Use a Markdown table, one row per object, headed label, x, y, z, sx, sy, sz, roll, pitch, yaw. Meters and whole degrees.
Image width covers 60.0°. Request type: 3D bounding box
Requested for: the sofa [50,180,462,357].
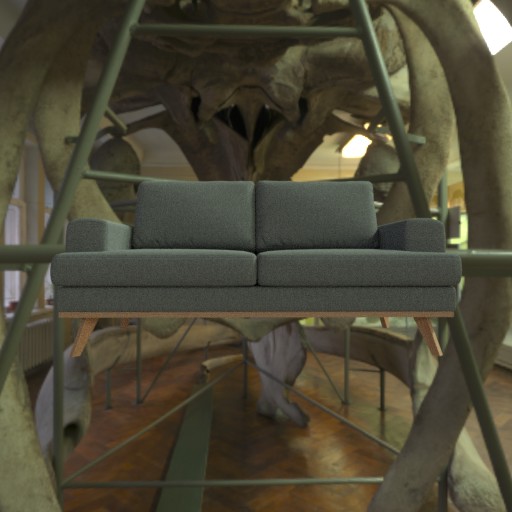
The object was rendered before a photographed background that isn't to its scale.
| label | x | y | z | sx | sy | sz | roll | pitch | yaw |
| --- | --- | --- | --- | --- | --- | --- | --- | --- | --- |
| sofa | 0.000 | 0.000 | 2.135 | 1.650 | 0.810 | 0.785 | 0 | 0 | -1 |
